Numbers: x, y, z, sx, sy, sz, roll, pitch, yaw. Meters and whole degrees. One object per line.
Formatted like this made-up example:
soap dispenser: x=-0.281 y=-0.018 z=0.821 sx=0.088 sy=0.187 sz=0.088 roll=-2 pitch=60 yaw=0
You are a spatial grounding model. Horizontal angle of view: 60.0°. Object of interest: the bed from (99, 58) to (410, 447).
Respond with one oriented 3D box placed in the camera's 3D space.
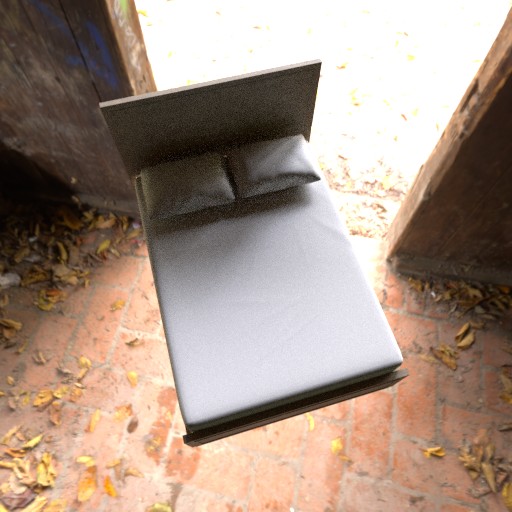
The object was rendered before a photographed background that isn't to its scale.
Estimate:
bed: x=0.000 y=0.000 z=3.281 sx=1.606 sy=1.369 sz=2.189 roll=-14 pitch=65 yaw=-7
